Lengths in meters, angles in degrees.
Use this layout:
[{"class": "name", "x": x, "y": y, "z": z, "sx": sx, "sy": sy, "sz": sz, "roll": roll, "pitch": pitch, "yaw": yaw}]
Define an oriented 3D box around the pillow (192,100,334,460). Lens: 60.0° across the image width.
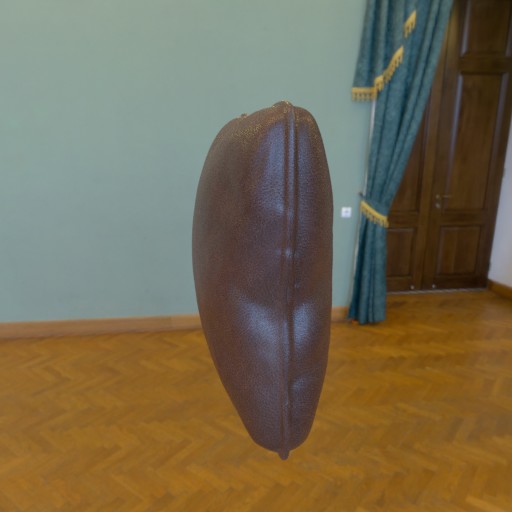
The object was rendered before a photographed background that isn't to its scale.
[{"class": "pillow", "x": 0.000, "y": 0.000, "z": 0.828, "sx": 0.236, "sy": 0.523, "sz": 0.532, "roll": -2, "pitch": 16, "yaw": -8}]
